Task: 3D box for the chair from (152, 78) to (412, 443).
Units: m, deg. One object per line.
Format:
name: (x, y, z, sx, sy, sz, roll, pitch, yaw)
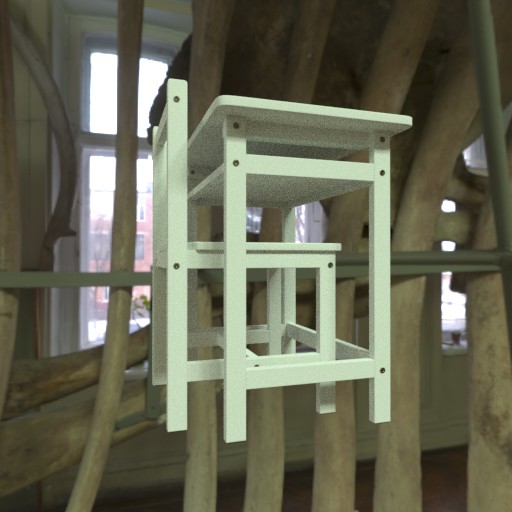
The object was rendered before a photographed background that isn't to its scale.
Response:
chair: (0.000, 0.000, 1.073, 0.461, 0.673, 0.599, 0, 0, -18)
